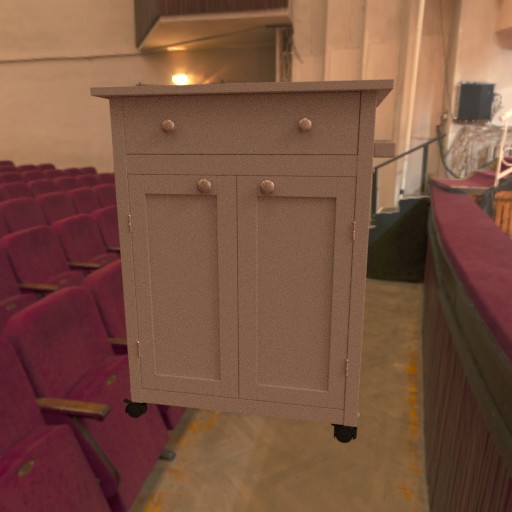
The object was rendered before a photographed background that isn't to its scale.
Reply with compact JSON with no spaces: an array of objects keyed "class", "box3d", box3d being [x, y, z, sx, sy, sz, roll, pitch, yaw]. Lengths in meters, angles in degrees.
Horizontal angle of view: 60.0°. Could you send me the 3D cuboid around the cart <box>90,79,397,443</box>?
[{"class":"cart","box3d":[0.000,0.000,1.258,0.683,0.864,0.442,3,14,11]}]
